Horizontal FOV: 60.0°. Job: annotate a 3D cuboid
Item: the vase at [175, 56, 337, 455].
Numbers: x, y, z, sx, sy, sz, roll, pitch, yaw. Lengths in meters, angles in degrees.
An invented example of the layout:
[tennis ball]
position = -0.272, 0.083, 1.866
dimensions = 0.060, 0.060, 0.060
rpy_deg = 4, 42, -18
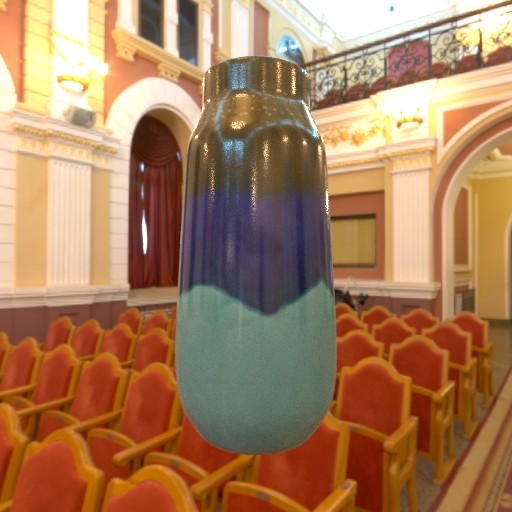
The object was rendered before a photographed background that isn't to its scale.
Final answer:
[vase]
position = 0.000, 0.000, 0.387
dimensions = 0.139, 0.313, 0.139
rpy_deg = 0, -1, 0
